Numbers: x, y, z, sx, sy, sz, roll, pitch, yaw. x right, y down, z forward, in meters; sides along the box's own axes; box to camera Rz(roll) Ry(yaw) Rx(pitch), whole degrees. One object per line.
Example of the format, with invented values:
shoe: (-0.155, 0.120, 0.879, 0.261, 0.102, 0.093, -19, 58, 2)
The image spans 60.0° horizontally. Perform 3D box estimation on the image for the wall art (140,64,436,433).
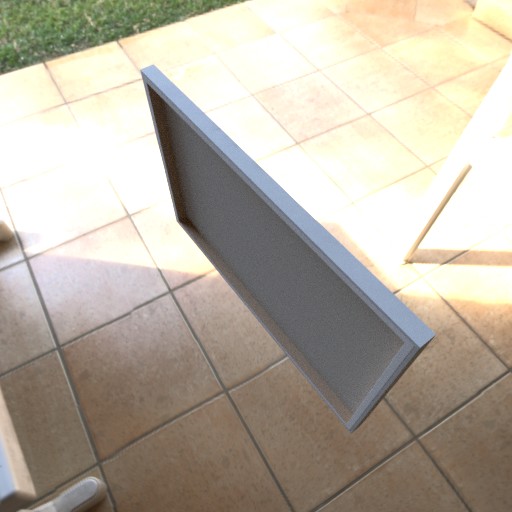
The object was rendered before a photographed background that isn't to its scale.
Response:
wall art: (0.000, 0.000, 1.162, 0.038, 0.610, 0.915, -32, 62, -19)
